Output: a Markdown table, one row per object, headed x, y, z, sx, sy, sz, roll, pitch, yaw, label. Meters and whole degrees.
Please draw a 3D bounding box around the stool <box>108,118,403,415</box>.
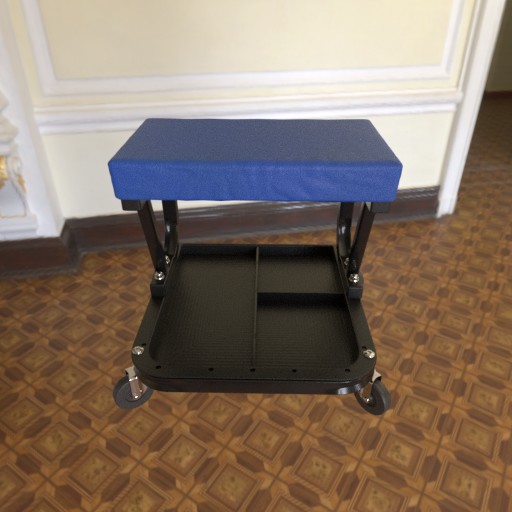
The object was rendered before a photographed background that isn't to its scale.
| x | y | z | sx | sy | sz | roll | pitch | yaw | label |
| --- | --- | --- | --- | --- | --- | --- | --- | --- | --- |
| 0.000 | 0.000 | 0.718 | 0.446 | 0.380 | 0.371 | 1 | 32 | 1 | stool |
